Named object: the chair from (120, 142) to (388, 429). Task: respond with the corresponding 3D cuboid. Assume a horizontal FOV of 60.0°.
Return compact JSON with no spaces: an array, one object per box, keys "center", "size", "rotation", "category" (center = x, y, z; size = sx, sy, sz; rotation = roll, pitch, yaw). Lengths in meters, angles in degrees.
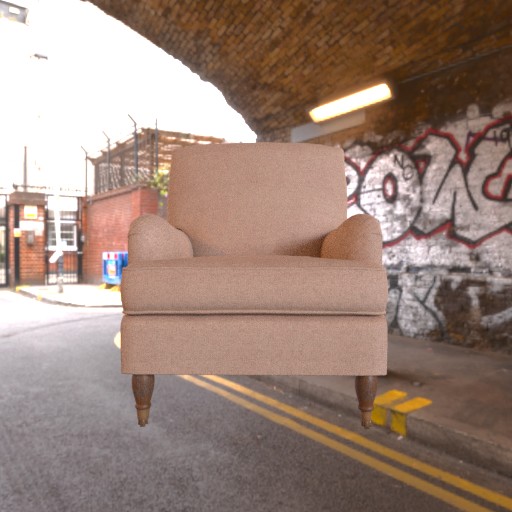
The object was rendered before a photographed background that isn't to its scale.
[{"center":[0.000,0.000,1.823],"size":[0.879,1.119,0.953],"rotation":[0,0,1],"category":"chair"}]
